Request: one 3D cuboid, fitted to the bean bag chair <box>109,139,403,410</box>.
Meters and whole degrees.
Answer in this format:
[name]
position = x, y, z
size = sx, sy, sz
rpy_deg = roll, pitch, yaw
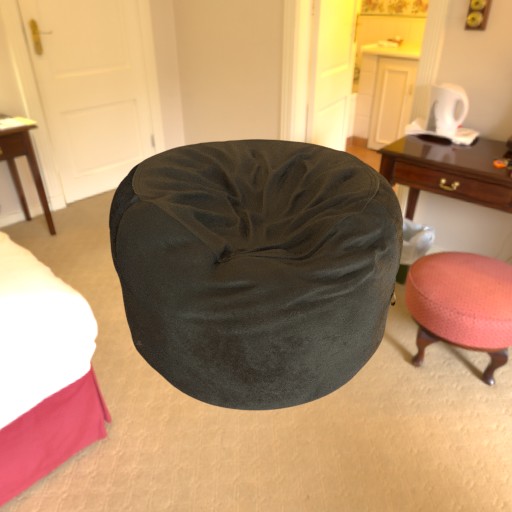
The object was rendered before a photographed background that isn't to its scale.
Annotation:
[bean bag chair]
position = 0.000, 0.000, 1.493
size = 0.918, 0.605, 0.918
rpy_deg = 0, 31, 0
